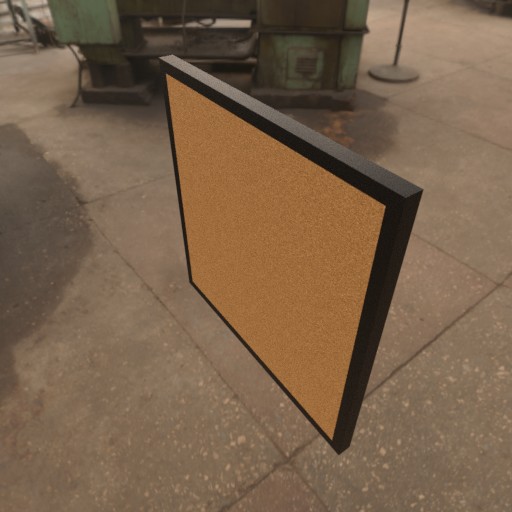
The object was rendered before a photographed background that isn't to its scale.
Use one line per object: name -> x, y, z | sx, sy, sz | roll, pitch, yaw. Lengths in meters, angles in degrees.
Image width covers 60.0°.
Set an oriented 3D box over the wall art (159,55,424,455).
wall art -> 0.000, 0.000, 1.102 | 0.038, 0.762, 0.762 | -25, 47, -26
